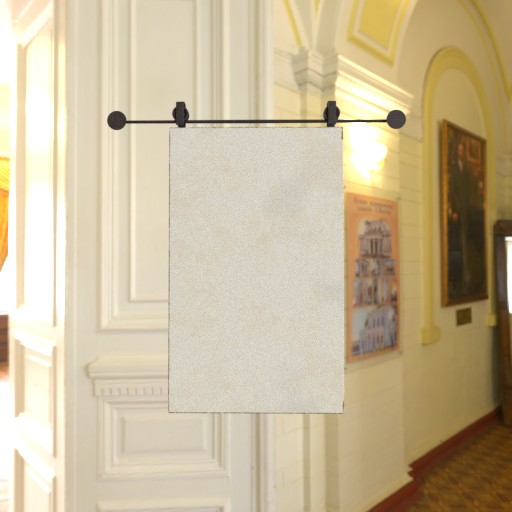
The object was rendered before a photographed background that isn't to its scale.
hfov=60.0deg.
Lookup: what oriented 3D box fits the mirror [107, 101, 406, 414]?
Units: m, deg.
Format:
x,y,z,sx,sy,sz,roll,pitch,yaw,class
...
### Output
x,y,z,sx,sy,sz,roll,pitch,yaw,class
0.000,0.000,1.208,0.808,0.844,0.037,0,-1,1,mirror
